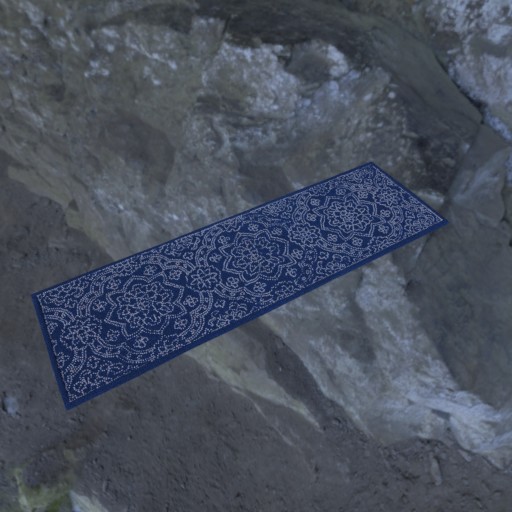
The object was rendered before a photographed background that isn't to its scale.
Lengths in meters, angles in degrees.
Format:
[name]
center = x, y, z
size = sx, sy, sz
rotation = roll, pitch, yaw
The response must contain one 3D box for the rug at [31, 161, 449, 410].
[rug]
center = 0.000, 0.000, 2.646
size = 2.448, 0.012, 0.769
rotation = -24, 52, -20
